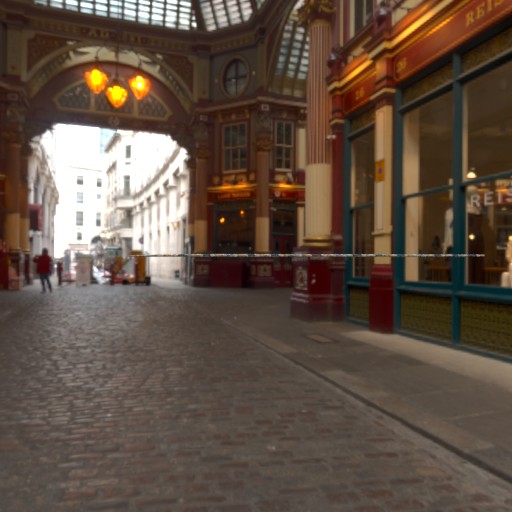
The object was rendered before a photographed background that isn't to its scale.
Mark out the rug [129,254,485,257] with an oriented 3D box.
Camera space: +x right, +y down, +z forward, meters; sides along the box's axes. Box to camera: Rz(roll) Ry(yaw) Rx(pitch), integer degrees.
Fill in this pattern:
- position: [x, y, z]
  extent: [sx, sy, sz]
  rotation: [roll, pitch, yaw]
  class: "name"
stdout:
- position: [0.000, 0.000, 2.350]
  extent: [1.230, 0.008, 1.827]
  rotation: [0, 0, -19]
  class: "rug"
